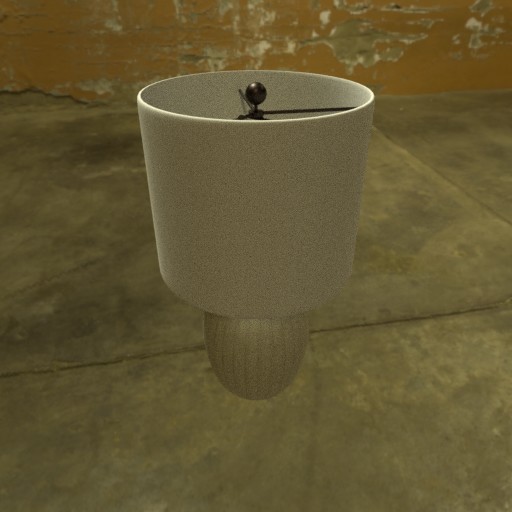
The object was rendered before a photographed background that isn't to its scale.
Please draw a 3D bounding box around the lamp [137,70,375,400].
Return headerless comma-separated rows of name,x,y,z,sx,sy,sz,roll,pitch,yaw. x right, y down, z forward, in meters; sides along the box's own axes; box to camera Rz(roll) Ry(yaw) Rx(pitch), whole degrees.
lamp,0.000,0.000,0.768,0.329,0.570,0.329,20,37,29
